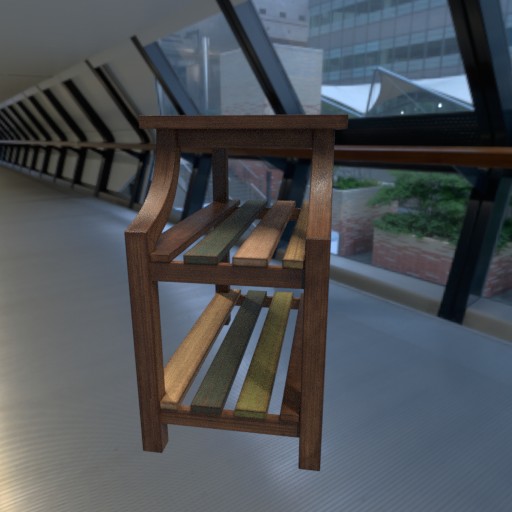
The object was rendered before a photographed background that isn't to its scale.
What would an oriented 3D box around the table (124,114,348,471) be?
[{"bbox_3d":[0.000,0.000,0.982,0.356,0.584,0.609,2,16,9],"label":"table"}]
